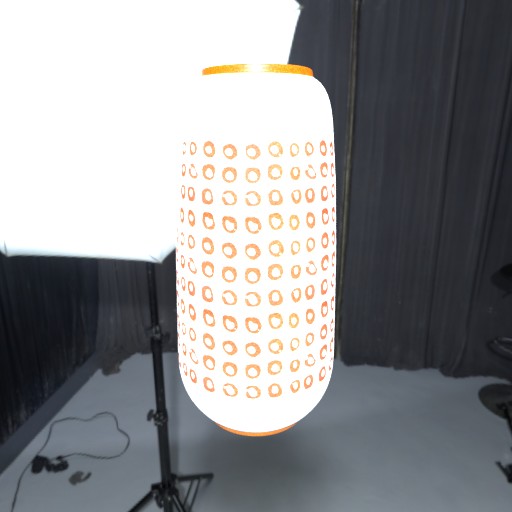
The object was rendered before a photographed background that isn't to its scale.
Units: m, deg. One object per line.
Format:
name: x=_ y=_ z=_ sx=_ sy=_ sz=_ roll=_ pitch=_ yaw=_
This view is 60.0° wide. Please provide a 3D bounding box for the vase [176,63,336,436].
vase: x=0.000 y=0.000 z=0.363 sx=0.133 sy=0.282 sz=0.133 roll=0 pitch=16 yaw=0
